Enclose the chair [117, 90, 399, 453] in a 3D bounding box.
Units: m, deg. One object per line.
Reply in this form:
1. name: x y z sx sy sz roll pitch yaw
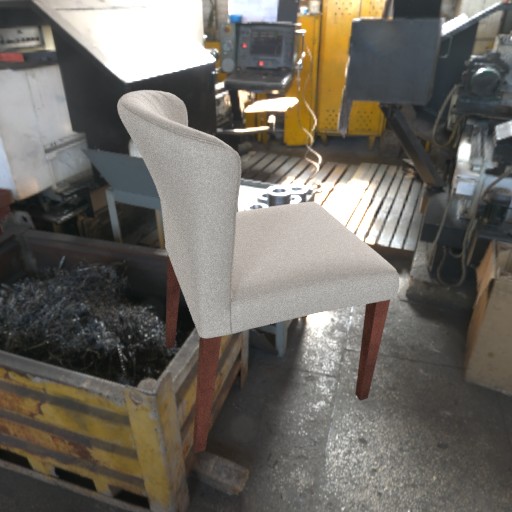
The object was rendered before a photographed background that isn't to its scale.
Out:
1. chair: 0.000 0.000 1.182 0.592 0.839 0.491 -10 32 -17
